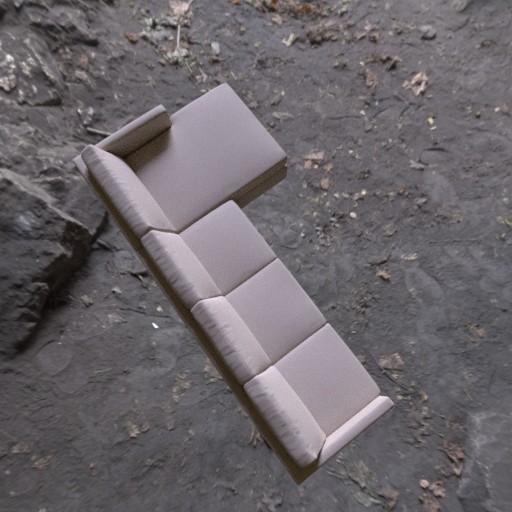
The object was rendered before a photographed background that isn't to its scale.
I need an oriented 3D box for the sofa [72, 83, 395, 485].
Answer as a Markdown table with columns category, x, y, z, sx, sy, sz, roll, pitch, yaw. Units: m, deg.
| category | x | y | z | sx | sy | sz | roll | pitch | yaw |
| --- | --- | --- | --- | --- | --- | --- | --- | --- | --- |
| sofa | 0.000 | 0.000 | 3.835 | 1.622 | 0.871 | 3.206 | -36 | 78 | -9 |
